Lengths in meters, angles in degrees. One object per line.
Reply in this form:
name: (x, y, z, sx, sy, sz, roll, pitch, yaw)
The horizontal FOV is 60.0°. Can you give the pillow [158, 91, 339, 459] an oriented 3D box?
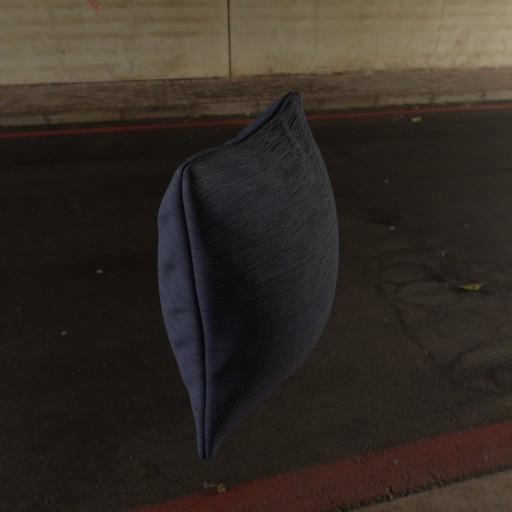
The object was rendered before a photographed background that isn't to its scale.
pillow: (0.000, 0.000, 0.673, 0.246, 0.414, 0.432, 9, 31, 16)
